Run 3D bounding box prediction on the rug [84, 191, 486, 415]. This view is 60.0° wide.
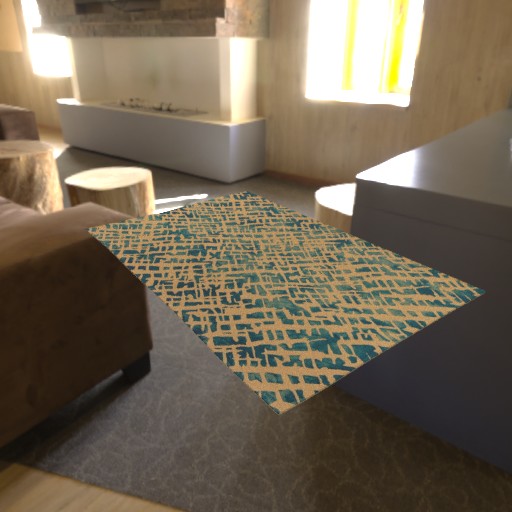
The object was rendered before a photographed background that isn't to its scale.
[{"bbox_3d":[0.000,0.000,2.322,1.209,0.011,1.830,-18,32,-33],"label":"rug"}]
